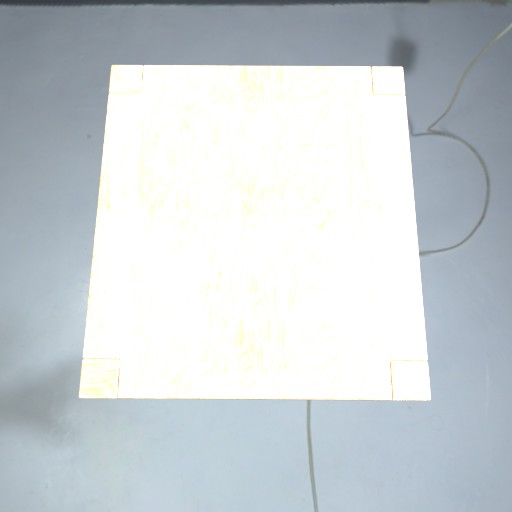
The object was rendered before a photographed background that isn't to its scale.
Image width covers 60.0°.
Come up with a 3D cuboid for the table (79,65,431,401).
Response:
[{"bbox_3d":[0.000,0.000,0.827,0.440,0.450,0.480,0,76,0],"label":"table"}]
